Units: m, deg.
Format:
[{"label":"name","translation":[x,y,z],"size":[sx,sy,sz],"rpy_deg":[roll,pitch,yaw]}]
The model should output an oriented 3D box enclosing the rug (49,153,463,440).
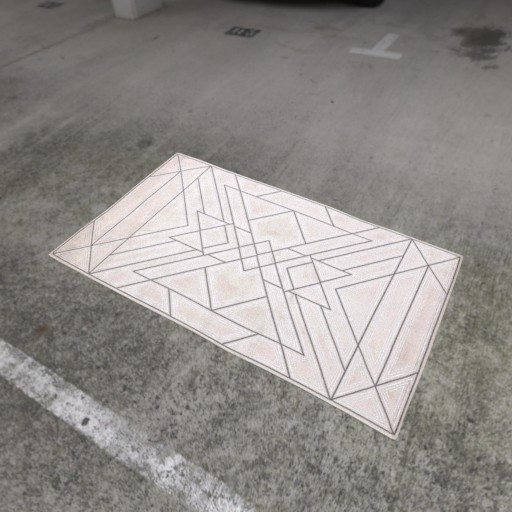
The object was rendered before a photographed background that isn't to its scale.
[{"label":"rug","translation":[0.000,0.000,1.069],"size":[0.869,0.008,0.511],"rpy_deg":[23,51,21]}]
